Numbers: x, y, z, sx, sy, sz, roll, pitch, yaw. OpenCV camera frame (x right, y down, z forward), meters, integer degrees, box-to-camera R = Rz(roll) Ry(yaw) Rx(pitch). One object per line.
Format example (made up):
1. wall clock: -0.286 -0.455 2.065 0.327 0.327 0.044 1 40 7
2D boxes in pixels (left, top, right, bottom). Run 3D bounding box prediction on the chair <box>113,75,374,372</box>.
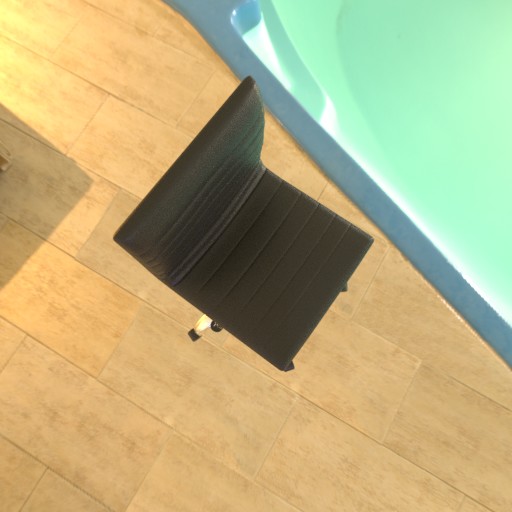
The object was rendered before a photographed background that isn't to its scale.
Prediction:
1. chair: 0.000 0.000 1.125 0.530 0.780 0.556 35 79 8
